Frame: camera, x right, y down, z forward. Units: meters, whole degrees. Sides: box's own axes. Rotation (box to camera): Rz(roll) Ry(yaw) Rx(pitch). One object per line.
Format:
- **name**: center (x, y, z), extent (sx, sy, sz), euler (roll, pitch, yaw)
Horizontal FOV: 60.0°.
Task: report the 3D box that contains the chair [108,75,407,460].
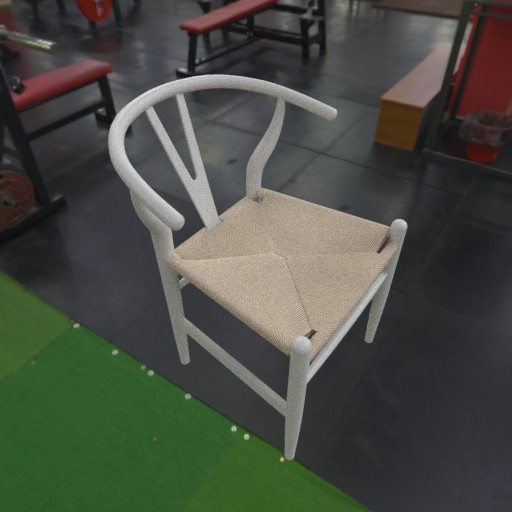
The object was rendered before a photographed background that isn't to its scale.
- **chair**: center (0.000, 0.000, 1.121), extent (0.579, 0.730, 0.569), euler (26, 48, 26)
